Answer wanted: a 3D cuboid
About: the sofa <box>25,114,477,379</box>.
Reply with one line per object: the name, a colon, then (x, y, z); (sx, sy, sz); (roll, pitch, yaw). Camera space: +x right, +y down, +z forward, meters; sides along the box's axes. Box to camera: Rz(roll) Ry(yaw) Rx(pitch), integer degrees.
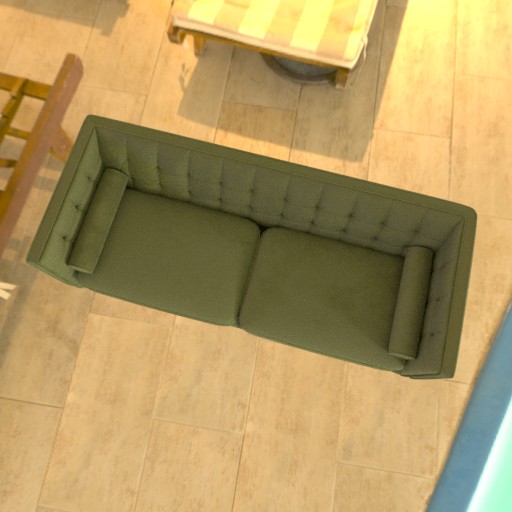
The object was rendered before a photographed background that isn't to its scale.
sofa: (0.000, 0.000, 2.504); (2.087, 0.789, 0.867); (15, 75, 4)
